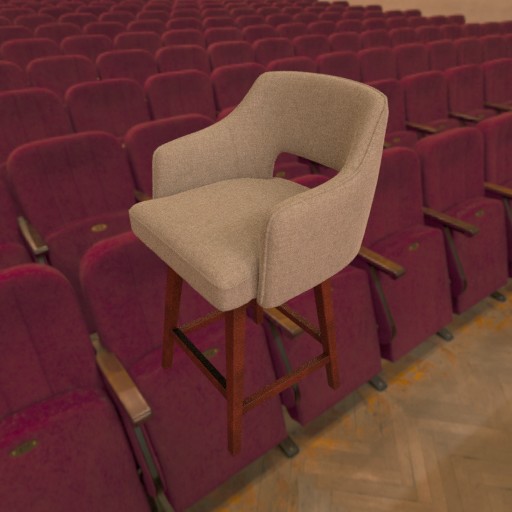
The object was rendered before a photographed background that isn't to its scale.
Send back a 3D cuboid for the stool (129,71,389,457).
[{"bbox_3d":[0.000,0.000,1.304,0.558,0.944,0.599,-21,37,-31],"label":"stool"}]
